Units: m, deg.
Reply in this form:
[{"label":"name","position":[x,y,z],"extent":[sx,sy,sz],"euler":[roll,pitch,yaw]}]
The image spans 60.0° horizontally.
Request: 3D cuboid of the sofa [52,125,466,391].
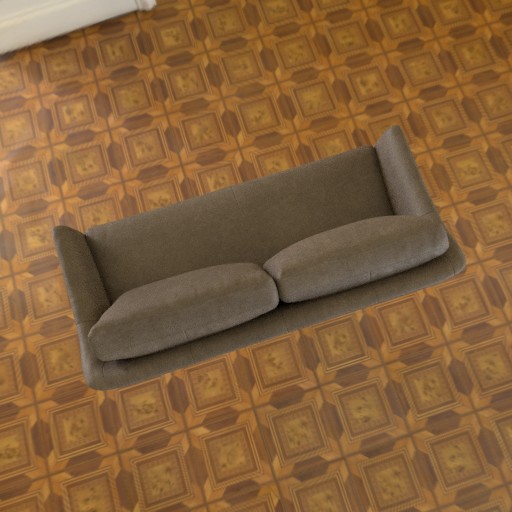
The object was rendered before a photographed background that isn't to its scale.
[{"label":"sofa","position":[0.000,0.000,2.487],"extent":[2.036,0.902,0.960],"euler":[-17,76,-4]}]
